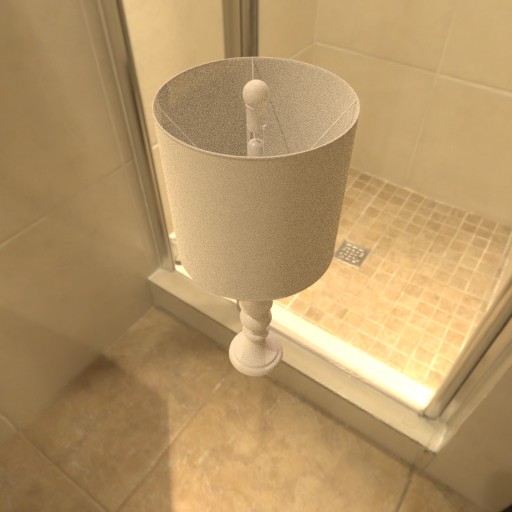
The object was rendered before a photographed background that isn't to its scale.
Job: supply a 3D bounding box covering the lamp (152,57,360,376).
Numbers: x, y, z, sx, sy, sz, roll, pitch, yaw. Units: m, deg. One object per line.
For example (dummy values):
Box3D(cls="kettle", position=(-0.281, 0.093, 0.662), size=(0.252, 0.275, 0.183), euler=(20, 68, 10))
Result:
Box3D(cls="lamp", position=(0.000, 0.000, 0.738), size=(0.250, 0.597, 0.250), euler=(-2, 46, -2))
